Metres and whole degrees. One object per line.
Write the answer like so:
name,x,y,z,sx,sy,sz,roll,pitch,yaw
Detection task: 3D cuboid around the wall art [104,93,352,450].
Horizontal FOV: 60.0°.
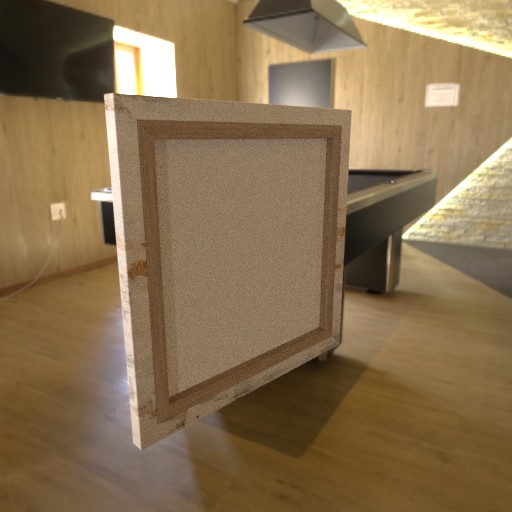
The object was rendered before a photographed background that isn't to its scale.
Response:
wall art,0.000,0.000,1.160,0.753,0.755,0.038,-14,21,-42
